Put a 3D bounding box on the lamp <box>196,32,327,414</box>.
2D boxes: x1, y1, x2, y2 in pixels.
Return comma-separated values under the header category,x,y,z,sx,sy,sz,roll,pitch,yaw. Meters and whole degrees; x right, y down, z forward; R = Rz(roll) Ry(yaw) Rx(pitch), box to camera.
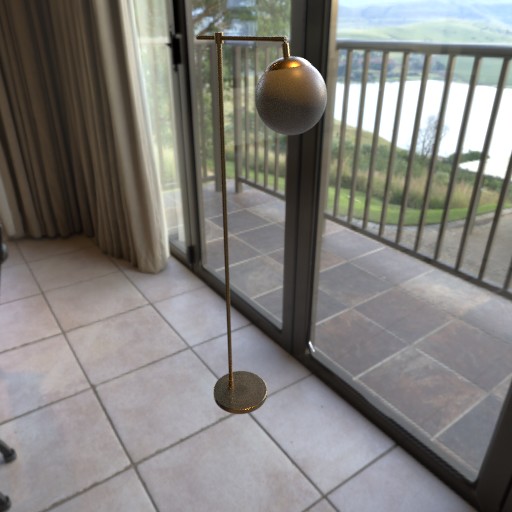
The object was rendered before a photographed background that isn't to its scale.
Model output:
category,x,y,z,sx,sy,sz,roll,pitch,yaw
lamp,0.000,0.000,1.673,0.476,1.505,0.249,19,33,31
